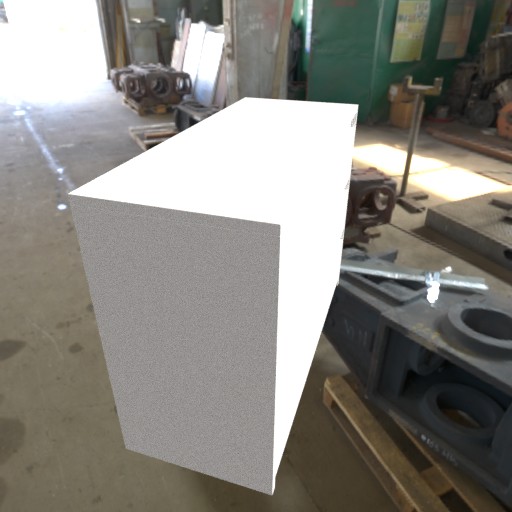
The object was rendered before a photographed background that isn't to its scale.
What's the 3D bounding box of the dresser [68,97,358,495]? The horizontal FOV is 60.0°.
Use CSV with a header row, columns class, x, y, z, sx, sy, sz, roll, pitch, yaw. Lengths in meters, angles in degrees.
class,x,y,z,sx,sy,sz,roll,pitch,yaw
dresser,0.000,0.000,1.516,0.460,0.820,1.100,10,31,16
